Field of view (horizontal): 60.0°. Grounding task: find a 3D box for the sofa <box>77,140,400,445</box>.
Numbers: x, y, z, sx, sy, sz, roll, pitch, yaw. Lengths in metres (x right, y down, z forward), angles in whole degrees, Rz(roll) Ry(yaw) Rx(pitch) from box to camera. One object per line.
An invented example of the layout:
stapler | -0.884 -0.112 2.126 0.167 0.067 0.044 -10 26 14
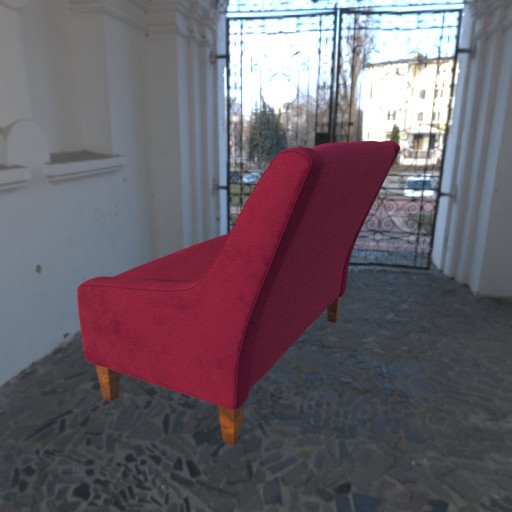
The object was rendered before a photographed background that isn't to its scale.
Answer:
sofa | 0.000 0.000 1.941 0.946 0.976 1.242 8 17 26
